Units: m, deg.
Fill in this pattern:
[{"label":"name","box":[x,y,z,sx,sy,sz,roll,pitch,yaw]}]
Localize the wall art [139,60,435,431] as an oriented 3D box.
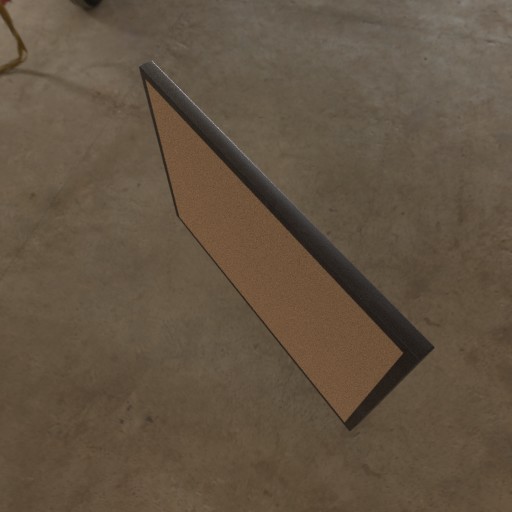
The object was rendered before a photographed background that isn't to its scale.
[{"label":"wall art","box":[0.000,0.000,1.150,0.038,0.612,0.912,-32,64,-18]}]
